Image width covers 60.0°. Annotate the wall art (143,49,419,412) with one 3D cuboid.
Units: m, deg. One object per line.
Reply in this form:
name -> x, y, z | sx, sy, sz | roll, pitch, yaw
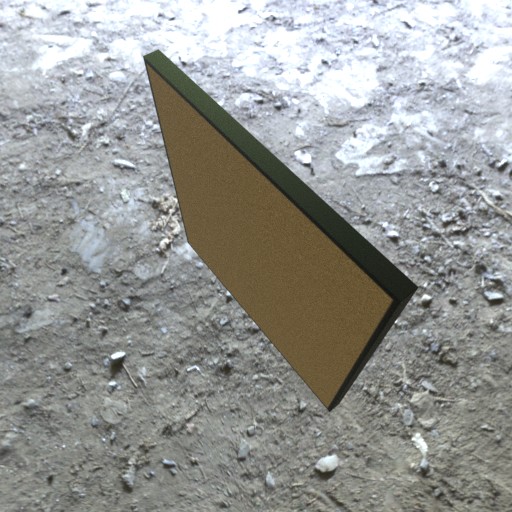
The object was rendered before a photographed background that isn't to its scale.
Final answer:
wall art -> 0.000, 0.000, 0.778 | 0.028, 0.511, 0.513 | -34, 64, -19
